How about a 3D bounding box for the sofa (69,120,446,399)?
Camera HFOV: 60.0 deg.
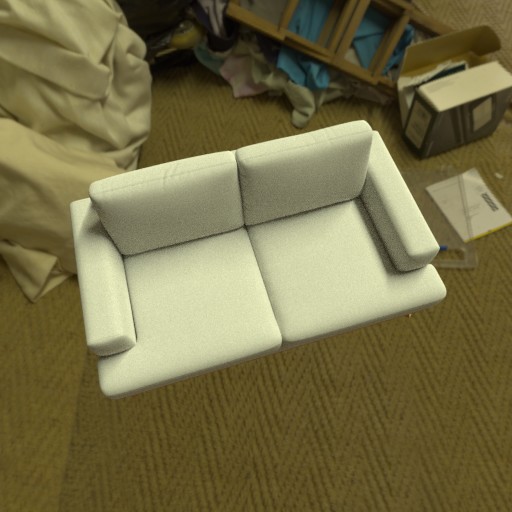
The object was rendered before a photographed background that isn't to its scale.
[{"bbox_3d":[0.000,0.000,2.161,1.651,0.810,0.915,-15,65,-7],"label":"sofa"}]
